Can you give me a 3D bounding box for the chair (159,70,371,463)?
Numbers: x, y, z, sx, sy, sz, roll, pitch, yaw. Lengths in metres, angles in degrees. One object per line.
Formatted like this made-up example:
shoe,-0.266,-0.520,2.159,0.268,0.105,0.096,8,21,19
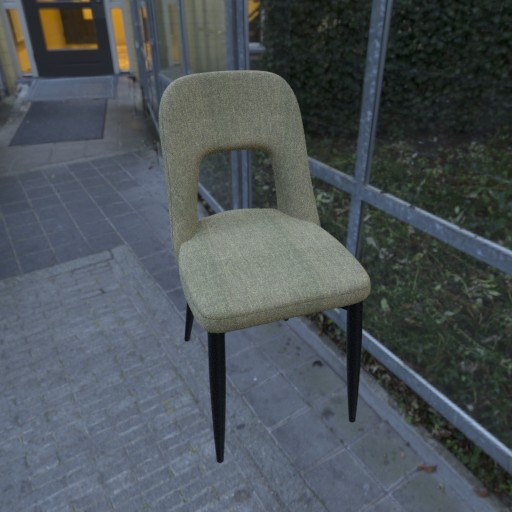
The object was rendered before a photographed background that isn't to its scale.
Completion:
chair,0.000,0.000,1.297,0.470,0.931,0.612,-10,33,-16
